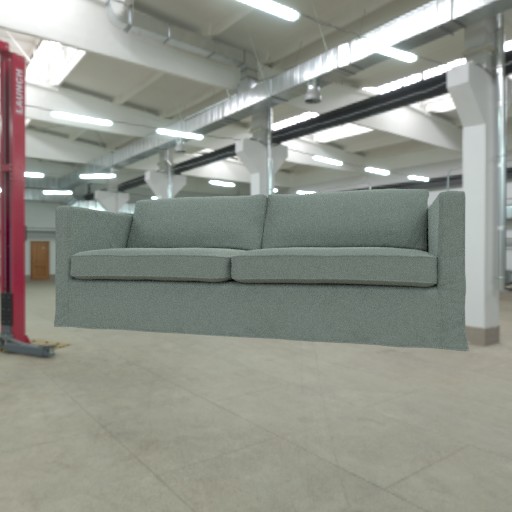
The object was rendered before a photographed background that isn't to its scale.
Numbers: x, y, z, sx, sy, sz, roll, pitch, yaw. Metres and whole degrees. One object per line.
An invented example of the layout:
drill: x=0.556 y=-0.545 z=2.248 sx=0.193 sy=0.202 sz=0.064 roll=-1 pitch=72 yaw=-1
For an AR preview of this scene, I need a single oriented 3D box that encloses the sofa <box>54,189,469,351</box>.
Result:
sofa: x=0.000 y=0.000 z=2.768 sx=2.312 sy=0.853 sz=0.962 roll=0 pitch=0 yaw=17
